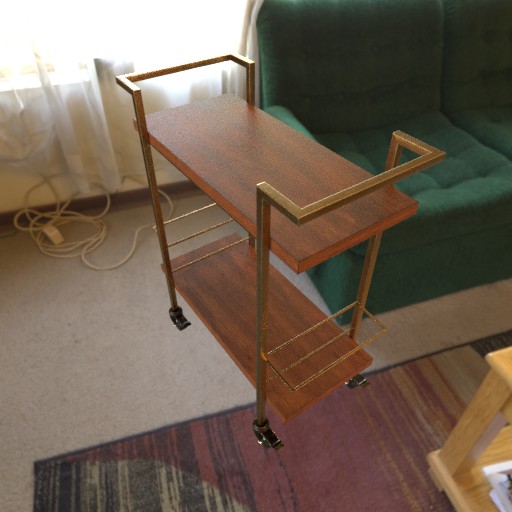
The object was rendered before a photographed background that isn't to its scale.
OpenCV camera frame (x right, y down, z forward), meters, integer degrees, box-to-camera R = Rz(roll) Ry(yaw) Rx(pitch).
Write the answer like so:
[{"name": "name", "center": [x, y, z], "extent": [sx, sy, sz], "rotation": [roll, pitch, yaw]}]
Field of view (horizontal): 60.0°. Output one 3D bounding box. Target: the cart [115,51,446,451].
[{"name": "cart", "center": [0.000, 0.000, 1.178], "extent": [0.364, 0.807, 0.695], "rotation": [-25, 47, -26]}]
